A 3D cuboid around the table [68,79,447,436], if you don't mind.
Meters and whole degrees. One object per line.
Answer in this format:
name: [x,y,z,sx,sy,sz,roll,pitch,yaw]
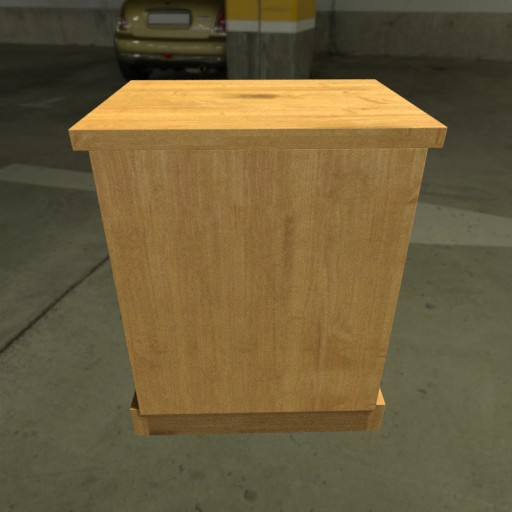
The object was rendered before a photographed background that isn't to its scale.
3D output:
table: [0.000,0.000,1.193,0.660,0.813,0.500,-1,31,-1]
